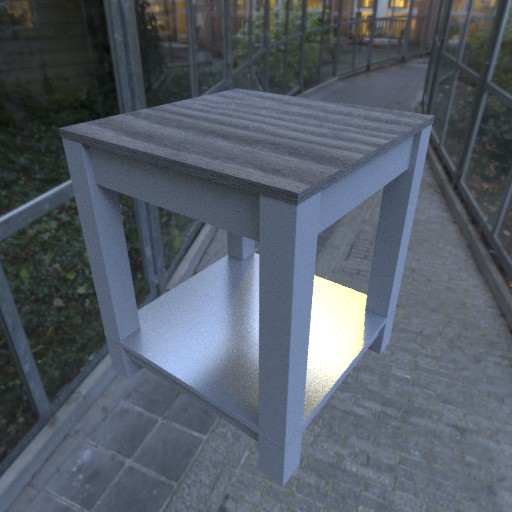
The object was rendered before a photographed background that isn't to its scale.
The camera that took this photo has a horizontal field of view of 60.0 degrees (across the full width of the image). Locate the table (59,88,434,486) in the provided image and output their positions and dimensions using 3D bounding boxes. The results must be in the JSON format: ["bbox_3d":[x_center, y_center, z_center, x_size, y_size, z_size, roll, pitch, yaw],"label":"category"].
[{"bbox_3d":[0.000,0.000,0.984,0.506,0.587,0.504,21,36,31],"label":"table"}]
